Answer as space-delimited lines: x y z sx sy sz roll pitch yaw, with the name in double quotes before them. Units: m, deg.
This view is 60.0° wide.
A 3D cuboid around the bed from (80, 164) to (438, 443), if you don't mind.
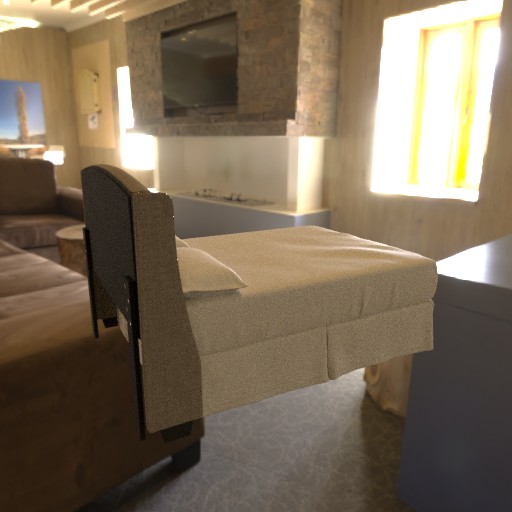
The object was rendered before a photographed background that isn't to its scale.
"bed" 0.000 0.000 3.356 2.237 1.407 1.710 -8 17 -27
